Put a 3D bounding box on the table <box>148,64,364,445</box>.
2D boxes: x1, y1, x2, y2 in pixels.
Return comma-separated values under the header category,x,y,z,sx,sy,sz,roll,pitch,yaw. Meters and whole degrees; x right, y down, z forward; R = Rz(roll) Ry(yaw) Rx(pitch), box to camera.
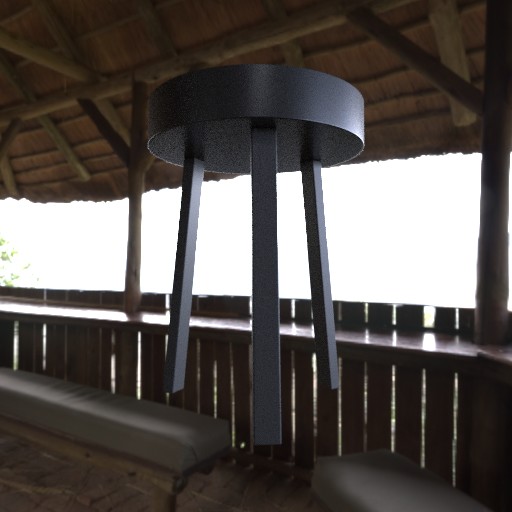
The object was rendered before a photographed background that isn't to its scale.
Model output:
category,x,y,z,sx,sy,sz,roll,pitch,yaw
table,0.000,0.000,0.852,0.406,0.559,0.406,0,-1,0
